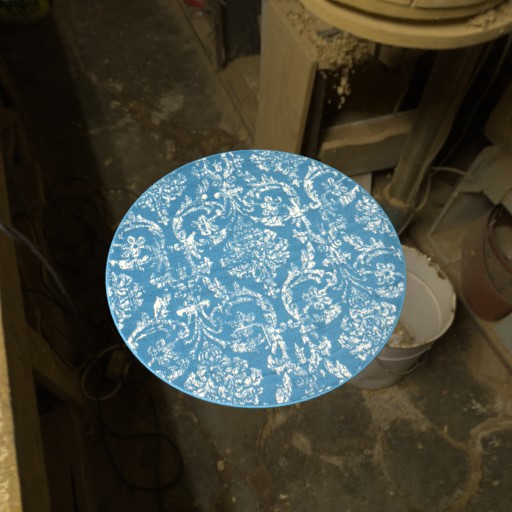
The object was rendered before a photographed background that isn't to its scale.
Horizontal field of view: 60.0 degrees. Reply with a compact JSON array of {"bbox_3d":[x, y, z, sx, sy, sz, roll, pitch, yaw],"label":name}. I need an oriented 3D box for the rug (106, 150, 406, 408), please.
[{"bbox_3d":[0.000,0.000,2.387,1.593,0.012,1.593,0,58,0],"label":"rug"}]
